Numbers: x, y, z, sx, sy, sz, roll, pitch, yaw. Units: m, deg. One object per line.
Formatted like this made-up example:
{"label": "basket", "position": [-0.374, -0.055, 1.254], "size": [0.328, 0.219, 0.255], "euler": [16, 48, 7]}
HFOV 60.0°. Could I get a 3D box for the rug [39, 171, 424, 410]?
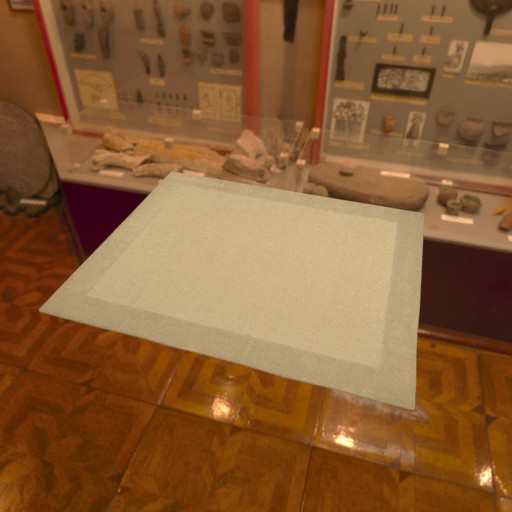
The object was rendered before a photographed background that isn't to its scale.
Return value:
{"label": "rug", "position": [0.000, 0.000, 4.166], "size": [2.976, 0.018, 2.430], "euler": [12, 41, 14]}
